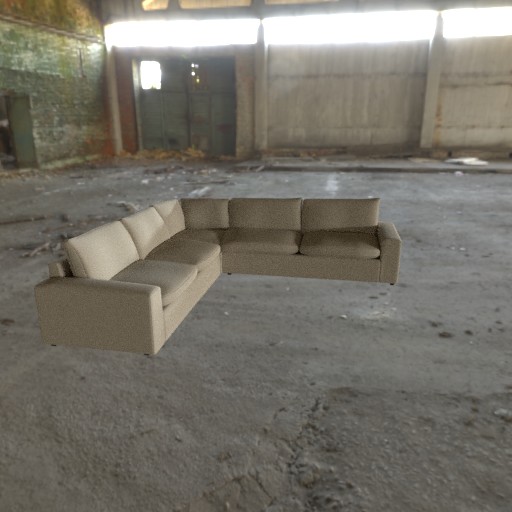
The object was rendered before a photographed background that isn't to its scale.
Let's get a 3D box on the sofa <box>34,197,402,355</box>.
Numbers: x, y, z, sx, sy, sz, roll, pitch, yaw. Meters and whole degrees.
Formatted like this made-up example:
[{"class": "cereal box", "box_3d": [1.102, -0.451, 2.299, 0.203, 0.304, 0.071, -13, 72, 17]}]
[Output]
[{"class": "sofa", "box_3d": [0.000, 0.000, 4.878, 3.206, 0.918, 3.066, 3, 17, 10]}]
